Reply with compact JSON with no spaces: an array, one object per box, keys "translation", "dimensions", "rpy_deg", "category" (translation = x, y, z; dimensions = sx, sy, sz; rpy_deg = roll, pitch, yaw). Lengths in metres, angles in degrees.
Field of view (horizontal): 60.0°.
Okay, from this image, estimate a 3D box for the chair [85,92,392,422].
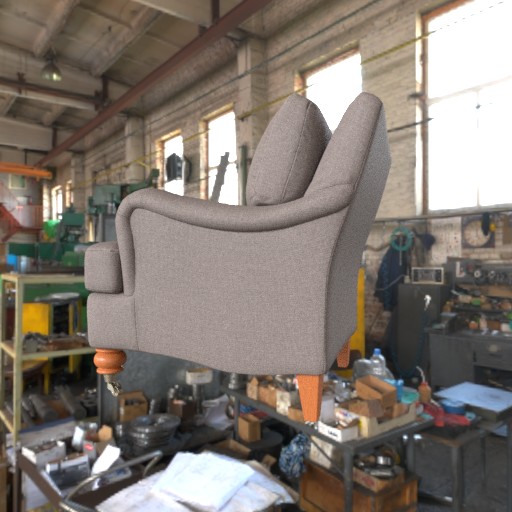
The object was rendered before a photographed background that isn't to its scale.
[{"translation":[0.000,0.000,1.859],"dimensions":[1.070,1.038,0.955],"rpy_deg":[0,0,19],"category":"chair"}]
